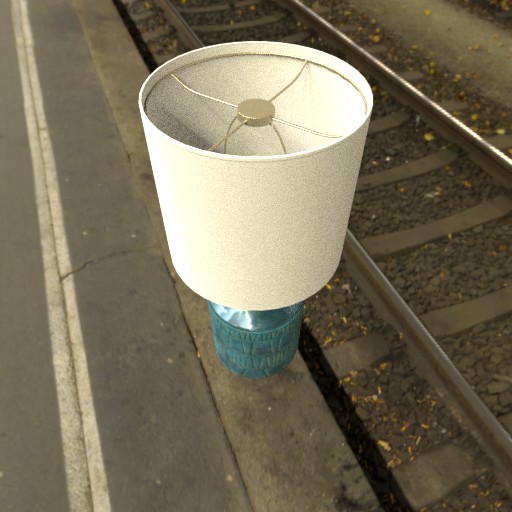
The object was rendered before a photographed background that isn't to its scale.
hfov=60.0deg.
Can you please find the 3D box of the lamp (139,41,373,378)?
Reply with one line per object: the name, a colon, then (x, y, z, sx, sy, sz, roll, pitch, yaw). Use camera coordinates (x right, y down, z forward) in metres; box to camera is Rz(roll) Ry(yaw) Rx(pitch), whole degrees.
lamp: (0.000, 0.000, 0.574, 0.211, 0.455, 0.211, -35, 57, -28)
